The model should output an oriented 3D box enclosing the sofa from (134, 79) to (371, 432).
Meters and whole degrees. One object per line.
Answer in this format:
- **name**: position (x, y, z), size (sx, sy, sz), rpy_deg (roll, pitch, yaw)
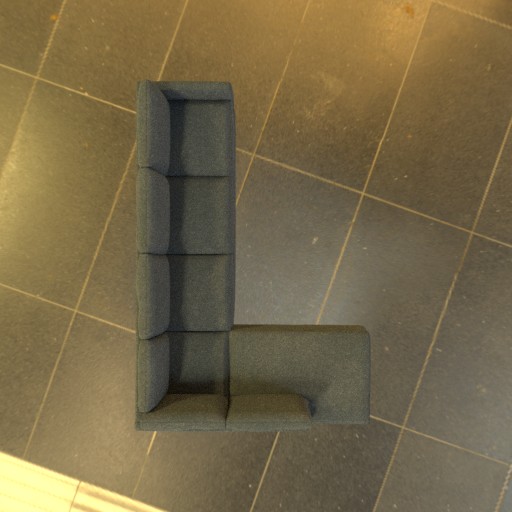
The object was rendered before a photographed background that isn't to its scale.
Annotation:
- **sofa**: position (0.000, 0.000, 3.855), size (2.007, 0.815, 2.949), rpy_deg (0, 90, 0)
